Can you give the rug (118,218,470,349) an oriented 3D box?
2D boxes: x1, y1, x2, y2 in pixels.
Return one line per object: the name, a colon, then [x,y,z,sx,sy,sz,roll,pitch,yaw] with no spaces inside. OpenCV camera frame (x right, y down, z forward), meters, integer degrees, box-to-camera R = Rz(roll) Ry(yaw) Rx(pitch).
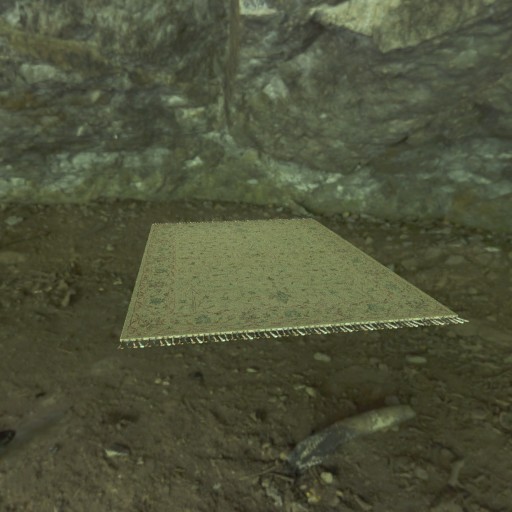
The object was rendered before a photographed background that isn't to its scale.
rug: [0.000,0.000,3.010,1.544,0.010,2.435,-3,16,-9]
